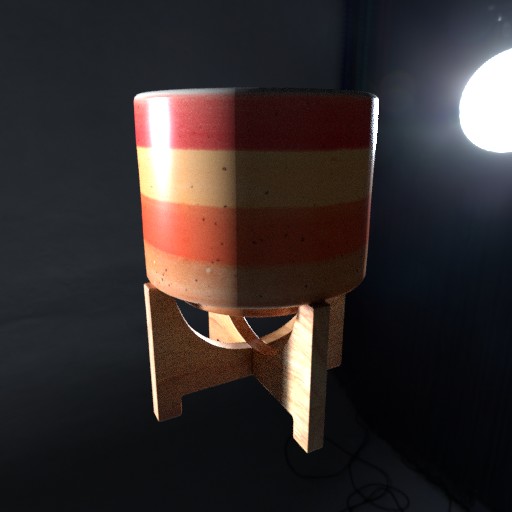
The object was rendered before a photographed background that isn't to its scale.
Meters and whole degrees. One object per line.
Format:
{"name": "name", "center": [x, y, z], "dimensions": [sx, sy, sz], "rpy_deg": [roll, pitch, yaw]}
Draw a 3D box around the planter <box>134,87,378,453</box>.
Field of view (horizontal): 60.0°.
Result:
{"name": "planter", "center": [0.000, 0.000, 0.395], "dimensions": [0.199, 0.268, 0.199], "rpy_deg": [0, 17, 0]}
